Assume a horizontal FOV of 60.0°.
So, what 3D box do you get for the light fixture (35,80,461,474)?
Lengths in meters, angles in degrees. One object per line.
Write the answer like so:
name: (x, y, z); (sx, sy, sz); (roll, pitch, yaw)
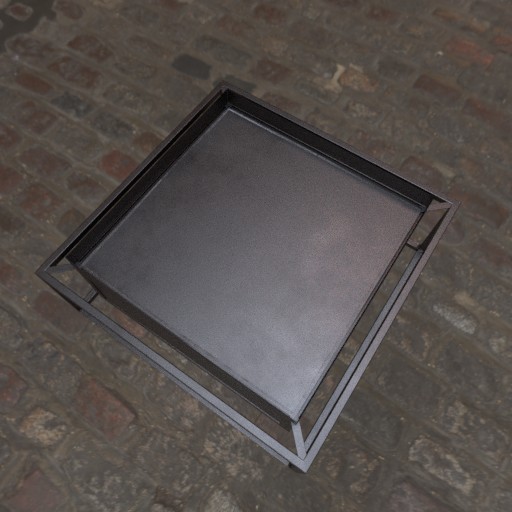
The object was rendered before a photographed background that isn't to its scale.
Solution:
light fixture: (0.000, 0.000, 0.696); (0.441, 0.191, 0.441); (32, 69, 14)
